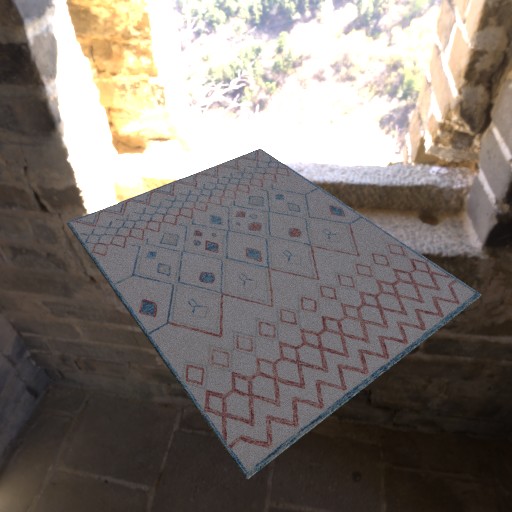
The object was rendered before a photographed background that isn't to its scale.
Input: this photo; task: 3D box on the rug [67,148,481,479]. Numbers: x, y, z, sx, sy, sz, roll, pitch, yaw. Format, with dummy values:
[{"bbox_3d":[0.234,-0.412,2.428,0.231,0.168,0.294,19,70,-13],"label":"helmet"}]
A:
[{"bbox_3d":[0.000,0.000,4.067,2.441,0.016,3.050,-27,50,-26],"label":"rug"}]
